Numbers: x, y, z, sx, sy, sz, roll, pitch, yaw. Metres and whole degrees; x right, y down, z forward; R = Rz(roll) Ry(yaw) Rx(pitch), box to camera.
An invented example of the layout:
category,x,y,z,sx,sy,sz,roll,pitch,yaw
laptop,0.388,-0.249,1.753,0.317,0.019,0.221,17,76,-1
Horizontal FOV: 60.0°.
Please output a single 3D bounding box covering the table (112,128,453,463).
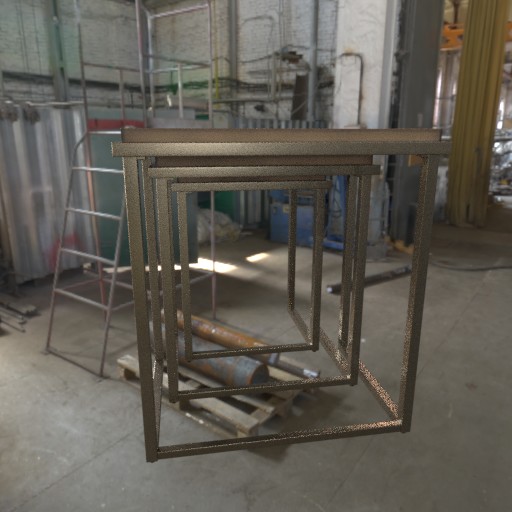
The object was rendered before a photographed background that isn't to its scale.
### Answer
category,x,y,z,sx,sy,sz,roll,pitch,yaw
table,0.000,0.000,1.119,0.559,0.610,0.706,-3,15,-9
